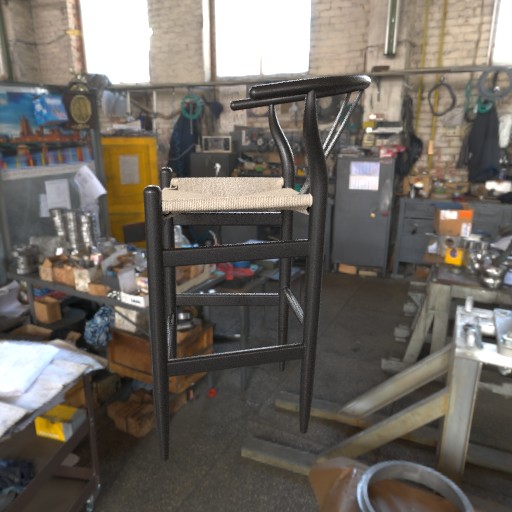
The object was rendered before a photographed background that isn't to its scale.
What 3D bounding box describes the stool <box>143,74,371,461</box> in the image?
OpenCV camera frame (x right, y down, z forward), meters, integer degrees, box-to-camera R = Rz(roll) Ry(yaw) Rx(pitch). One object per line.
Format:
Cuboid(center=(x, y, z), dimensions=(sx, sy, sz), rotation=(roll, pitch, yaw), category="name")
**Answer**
Cuboid(center=(0.000, 0.000, 1.295), dimensions=(0.579, 0.970, 0.569), rotation=(-2, 16, -7), category="stool")
